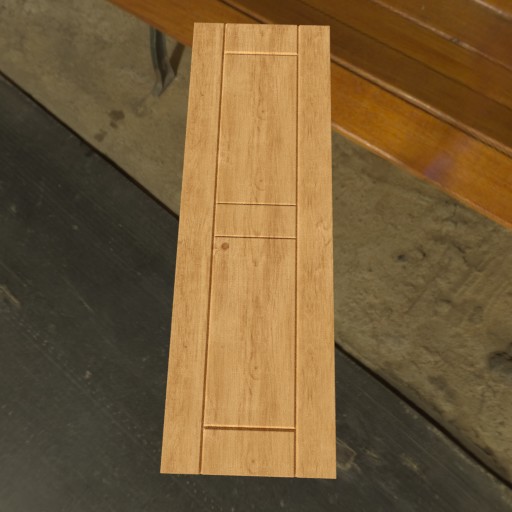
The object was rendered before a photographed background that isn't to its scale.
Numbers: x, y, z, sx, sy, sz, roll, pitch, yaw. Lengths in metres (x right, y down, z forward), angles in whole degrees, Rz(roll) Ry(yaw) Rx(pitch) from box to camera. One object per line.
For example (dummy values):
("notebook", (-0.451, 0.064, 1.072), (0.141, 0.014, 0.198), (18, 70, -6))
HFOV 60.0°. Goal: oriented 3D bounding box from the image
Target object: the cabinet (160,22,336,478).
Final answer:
("cabinet", (0.000, 0.000, 1.644), (0.432, 0.810, 1.321), (2, 76, 0))
